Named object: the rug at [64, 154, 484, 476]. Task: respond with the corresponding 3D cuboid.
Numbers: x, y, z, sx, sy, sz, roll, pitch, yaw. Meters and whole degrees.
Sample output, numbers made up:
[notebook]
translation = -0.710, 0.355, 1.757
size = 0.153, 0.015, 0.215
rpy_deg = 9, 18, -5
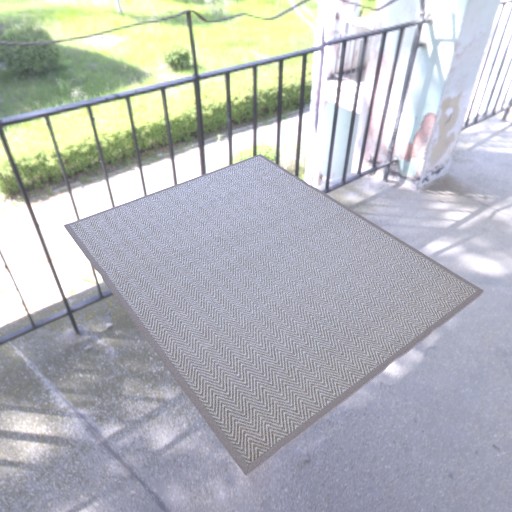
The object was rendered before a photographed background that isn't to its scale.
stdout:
[rug]
translation = 0.000, 0.000, 3.978
size = 2.434, 0.032, 3.007
rpy_deg = -26, 47, -28
